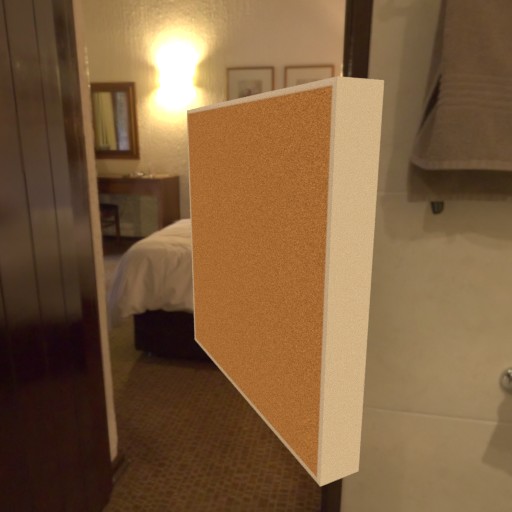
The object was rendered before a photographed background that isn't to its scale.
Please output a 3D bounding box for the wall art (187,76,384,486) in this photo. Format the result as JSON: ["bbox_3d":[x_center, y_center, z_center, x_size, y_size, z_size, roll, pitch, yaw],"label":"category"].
[{"bbox_3d":[0.000,0.000,0.455,0.038,0.304,0.305,-7,16,-26],"label":"wall art"}]
